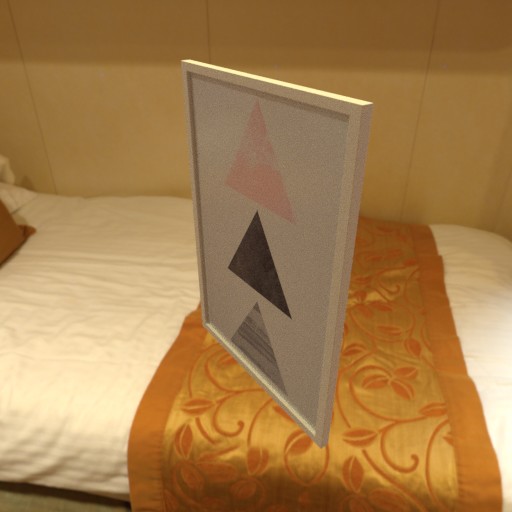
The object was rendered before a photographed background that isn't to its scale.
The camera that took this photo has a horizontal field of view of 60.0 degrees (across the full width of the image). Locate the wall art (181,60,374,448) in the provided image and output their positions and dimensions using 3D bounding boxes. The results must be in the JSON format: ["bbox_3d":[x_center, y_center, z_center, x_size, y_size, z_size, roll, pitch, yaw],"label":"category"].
[{"bbox_3d":[0.000,0.000,0.570,0.013,0.433,0.303,-21,37,-30],"label":"wall art"}]
